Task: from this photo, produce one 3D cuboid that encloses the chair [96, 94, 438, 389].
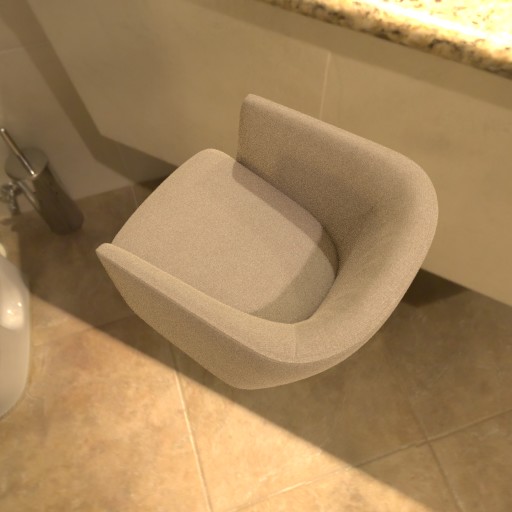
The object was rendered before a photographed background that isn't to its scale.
[{"bbox_3d":[0.000,0.000,1.629,0.986,0.861,0.822,32,67,15],"label":"chair"}]
